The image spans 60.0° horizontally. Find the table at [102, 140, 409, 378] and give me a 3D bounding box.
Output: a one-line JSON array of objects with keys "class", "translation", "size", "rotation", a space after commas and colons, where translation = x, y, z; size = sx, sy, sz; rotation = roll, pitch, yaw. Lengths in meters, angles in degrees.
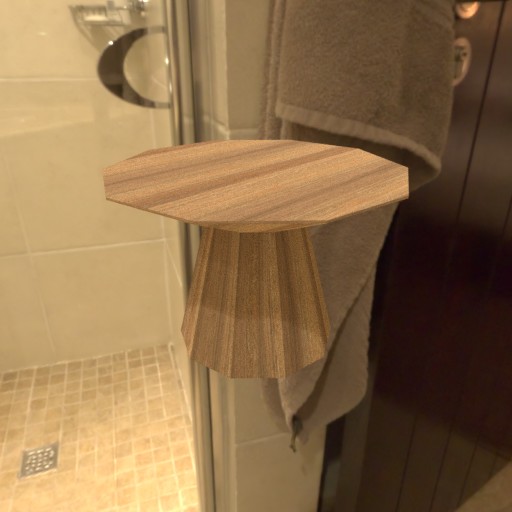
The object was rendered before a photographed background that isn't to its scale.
[{"class": "table", "translation": [0.000, 0.000, 1.881], "size": [1.186, 0.752, 1.186], "rotation": [0, 26, 0]}]
